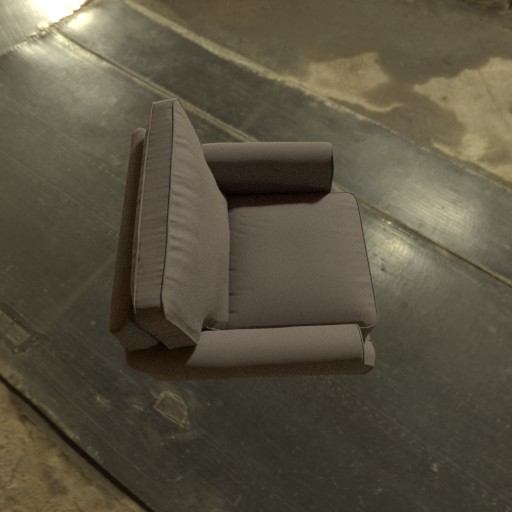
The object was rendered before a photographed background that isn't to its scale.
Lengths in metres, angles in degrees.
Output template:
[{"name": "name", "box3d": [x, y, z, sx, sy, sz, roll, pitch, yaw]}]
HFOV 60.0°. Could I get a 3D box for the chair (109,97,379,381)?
[{"name": "chair", "box3d": [0.000, 0.000, 1.832, 0.966, 0.967, 1.029, -2, 62, -1]}]
